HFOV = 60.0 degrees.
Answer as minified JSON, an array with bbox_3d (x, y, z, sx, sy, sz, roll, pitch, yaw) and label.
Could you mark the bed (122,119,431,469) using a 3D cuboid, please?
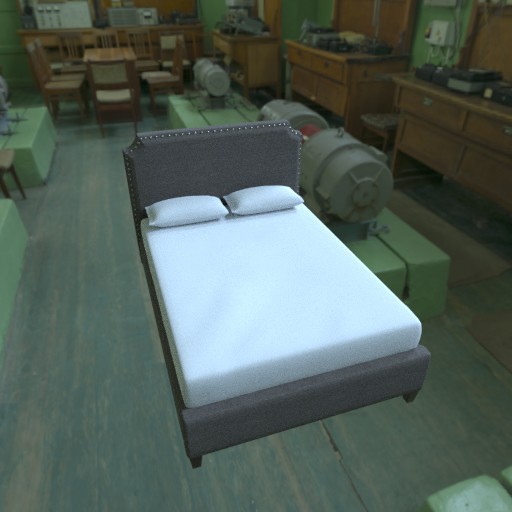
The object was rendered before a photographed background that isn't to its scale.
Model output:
[{"bbox_3d":[0.000,0.000,3.540,1.713,1.457,2.381,-10,33,-16],"label":"bed"}]
